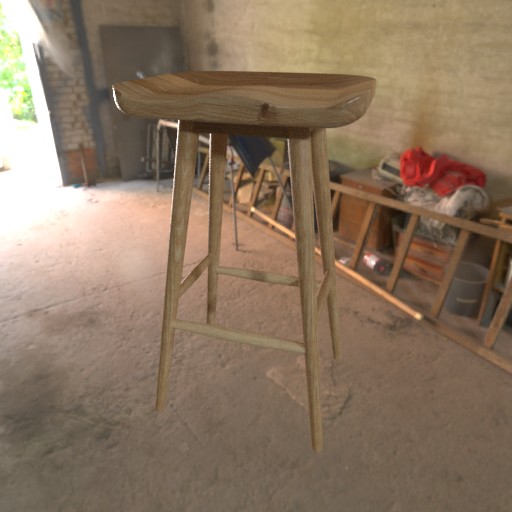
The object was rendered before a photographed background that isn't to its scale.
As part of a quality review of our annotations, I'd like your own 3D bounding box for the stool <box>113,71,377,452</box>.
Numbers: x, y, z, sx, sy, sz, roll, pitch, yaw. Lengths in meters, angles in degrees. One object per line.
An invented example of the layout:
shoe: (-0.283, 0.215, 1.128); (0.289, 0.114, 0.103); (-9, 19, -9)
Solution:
stool: (0.000, 0.000, 0.939); (0.407, 0.698, 0.322); (8, 28, 15)
